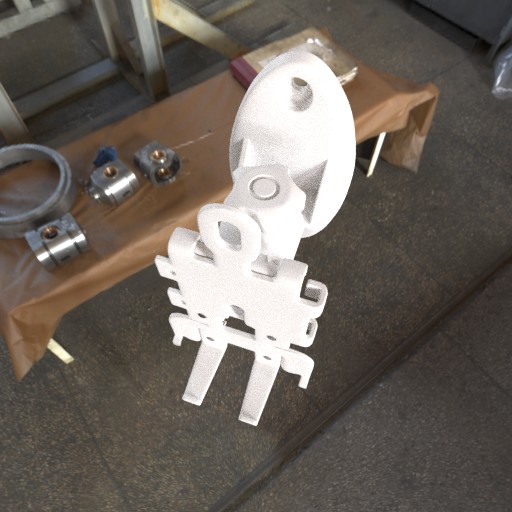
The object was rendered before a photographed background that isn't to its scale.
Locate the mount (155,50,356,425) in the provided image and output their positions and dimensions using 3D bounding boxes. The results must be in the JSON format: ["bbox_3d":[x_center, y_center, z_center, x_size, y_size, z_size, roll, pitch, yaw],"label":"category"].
[{"bbox_3d":[0.000,0.000,0.170,0.066,0.118,0.100,16,61,9],"label":"mount"}]
